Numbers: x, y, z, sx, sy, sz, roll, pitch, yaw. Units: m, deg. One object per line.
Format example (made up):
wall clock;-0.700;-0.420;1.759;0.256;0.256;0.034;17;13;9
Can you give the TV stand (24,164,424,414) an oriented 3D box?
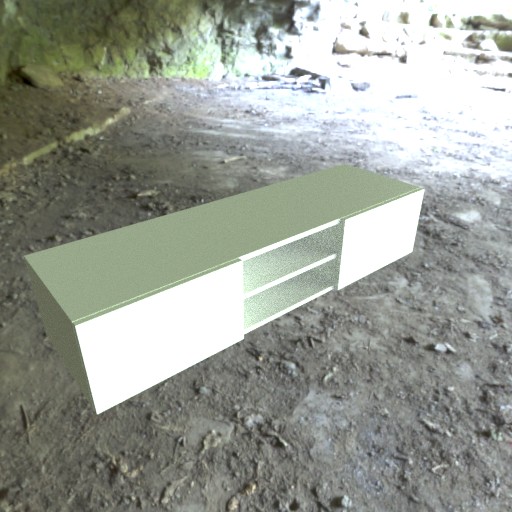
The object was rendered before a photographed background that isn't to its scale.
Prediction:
TV stand;0.000;0.000;1.607;1.400;0.310;0.420;-22;36;-33
